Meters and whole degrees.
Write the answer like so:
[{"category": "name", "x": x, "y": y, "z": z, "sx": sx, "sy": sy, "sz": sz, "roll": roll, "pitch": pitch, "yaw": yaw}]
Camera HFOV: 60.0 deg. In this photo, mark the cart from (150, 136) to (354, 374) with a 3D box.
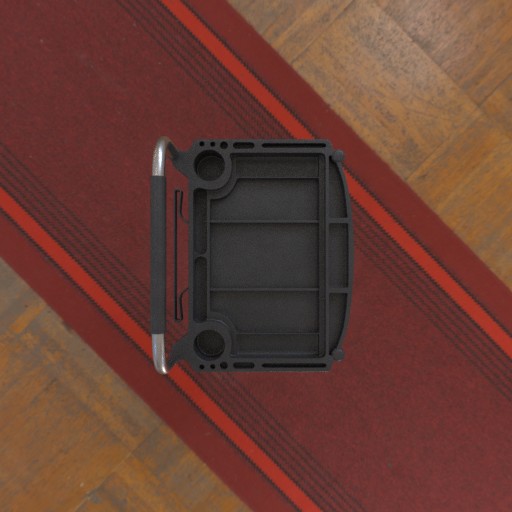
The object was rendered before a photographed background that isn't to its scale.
[{"category": "cart", "x": 0.000, "y": 0.000, "z": 1.414, "sx": 0.518, "sy": 1.075, "sz": 0.584, "roll": 0, "pitch": 90, "yaw": 0}]
